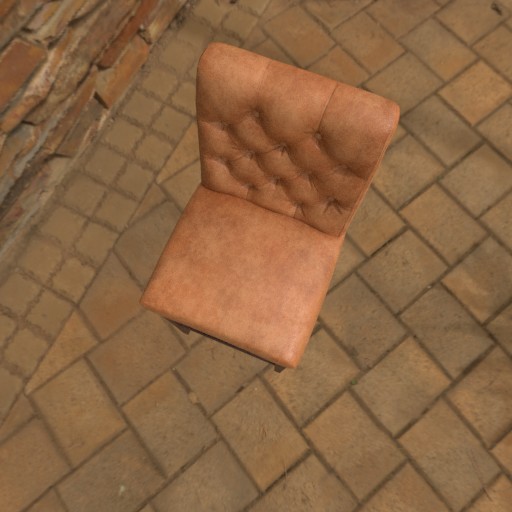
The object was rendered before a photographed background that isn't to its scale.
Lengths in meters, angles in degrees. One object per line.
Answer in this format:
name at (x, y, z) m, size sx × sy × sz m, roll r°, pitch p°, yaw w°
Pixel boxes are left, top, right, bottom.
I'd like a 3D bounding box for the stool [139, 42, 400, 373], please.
stool at (0.000, 0.000, 1.441) m, size 0.493 × 1.140 × 0.601 m, roll 21°, pitch 74°, yaw 6°
